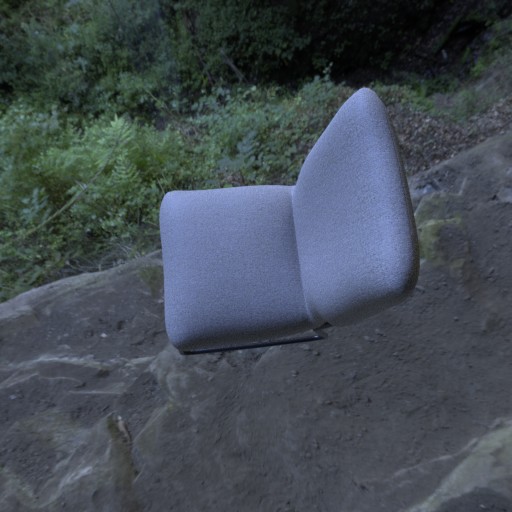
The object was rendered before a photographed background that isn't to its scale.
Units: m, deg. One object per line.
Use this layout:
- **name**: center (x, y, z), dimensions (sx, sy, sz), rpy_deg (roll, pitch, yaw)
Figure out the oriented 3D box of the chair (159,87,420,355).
- **chair**: center (0.000, 0.000, 1.174), dimensions (0.560, 0.864, 0.448), rpy_deg (-6, 76, -1)
